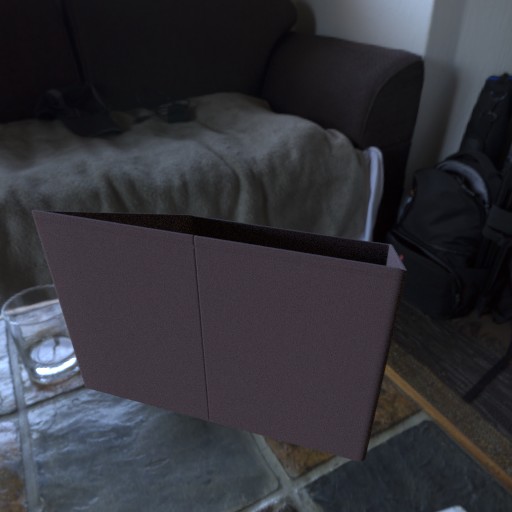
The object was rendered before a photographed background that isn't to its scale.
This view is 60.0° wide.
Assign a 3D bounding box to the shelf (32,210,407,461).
[{"bbox_3d":[0.000,0.000,0.492,0.292,0.210,0.292,9,34,14],"label":"shelf"}]
